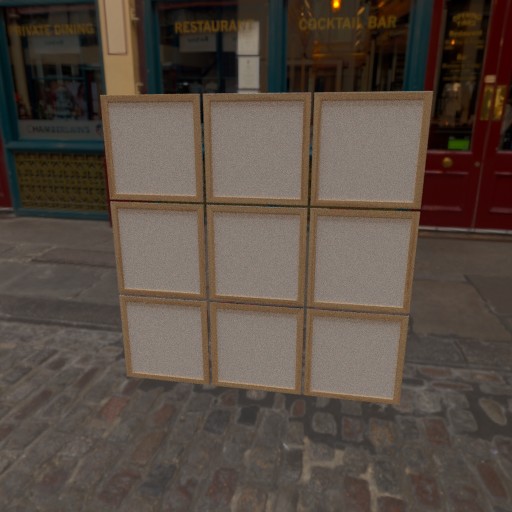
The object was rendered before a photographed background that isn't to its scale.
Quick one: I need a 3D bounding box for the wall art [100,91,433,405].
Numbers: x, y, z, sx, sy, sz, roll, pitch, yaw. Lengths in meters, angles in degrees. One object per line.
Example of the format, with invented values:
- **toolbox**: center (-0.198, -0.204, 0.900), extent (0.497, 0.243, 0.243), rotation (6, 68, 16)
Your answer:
- **wall art**: center (0.000, 0.000, 1.766), extent (1.206, 1.218, 0.013), rotation (3, 17, 10)
